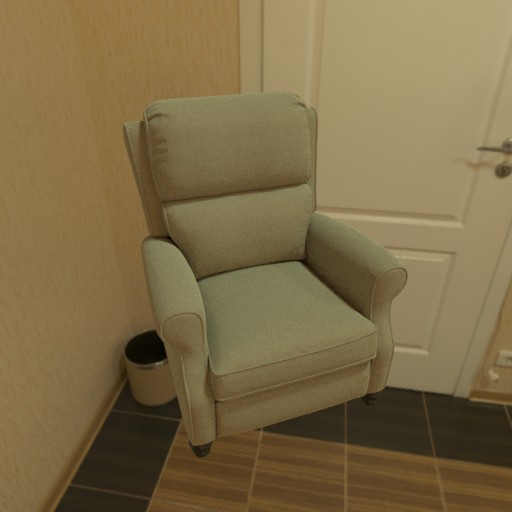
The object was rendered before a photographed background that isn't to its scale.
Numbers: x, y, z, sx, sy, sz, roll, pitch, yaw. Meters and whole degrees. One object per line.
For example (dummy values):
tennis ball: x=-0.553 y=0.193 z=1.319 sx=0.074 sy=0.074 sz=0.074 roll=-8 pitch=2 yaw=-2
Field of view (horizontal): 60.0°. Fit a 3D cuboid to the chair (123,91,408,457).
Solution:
chair: x=0.000 y=0.000 z=1.705 sx=0.859 sy=1.046 sz=0.919 roll=-10 pitch=33 yaw=-16
